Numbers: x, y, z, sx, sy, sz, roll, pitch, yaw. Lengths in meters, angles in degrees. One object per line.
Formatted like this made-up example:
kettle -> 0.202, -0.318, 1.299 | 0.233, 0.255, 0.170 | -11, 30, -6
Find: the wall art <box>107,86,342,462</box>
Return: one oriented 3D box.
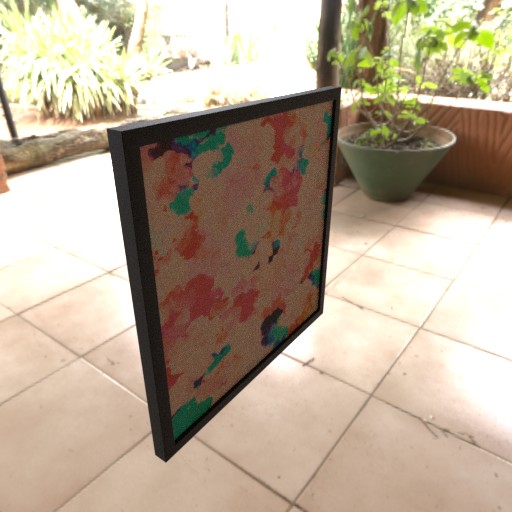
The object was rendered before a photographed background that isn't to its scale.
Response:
wall art -> 0.000, 0.000, 0.460 | 0.015, 0.304, 0.306 | 18, 32, 32
